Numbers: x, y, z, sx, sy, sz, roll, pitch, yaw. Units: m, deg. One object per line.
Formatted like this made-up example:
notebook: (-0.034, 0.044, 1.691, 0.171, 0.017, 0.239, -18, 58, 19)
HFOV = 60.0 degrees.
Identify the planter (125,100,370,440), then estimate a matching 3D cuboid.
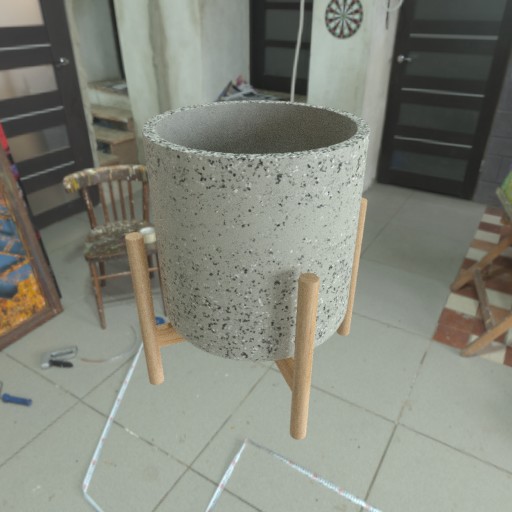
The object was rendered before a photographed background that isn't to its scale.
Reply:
planter: (0.000, 0.000, 0.708, 0.360, 0.419, 0.360, 1, 31, 2)
